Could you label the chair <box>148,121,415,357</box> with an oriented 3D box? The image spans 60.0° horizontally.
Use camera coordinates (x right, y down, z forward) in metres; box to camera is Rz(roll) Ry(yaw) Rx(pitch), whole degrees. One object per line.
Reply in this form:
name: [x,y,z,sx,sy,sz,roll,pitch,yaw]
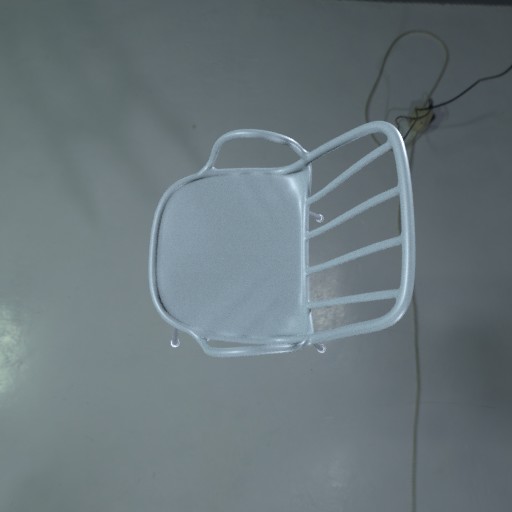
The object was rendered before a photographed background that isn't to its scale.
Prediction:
chair: [0.000,0.000,1.228,0.597,0.816,0.549,1,77,0]
